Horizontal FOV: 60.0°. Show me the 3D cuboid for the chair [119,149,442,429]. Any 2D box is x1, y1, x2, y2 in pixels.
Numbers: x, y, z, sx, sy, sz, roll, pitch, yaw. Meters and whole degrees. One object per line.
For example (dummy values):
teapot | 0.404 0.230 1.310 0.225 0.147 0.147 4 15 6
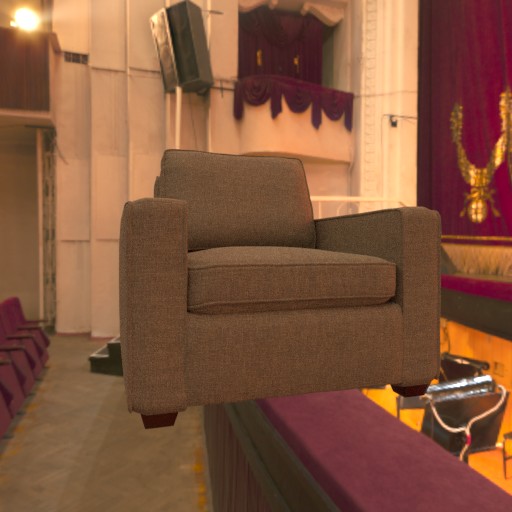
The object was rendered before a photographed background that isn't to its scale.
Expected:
chair | 0.000 0.000 1.721 1.016 0.914 0.940 0 1 -18
